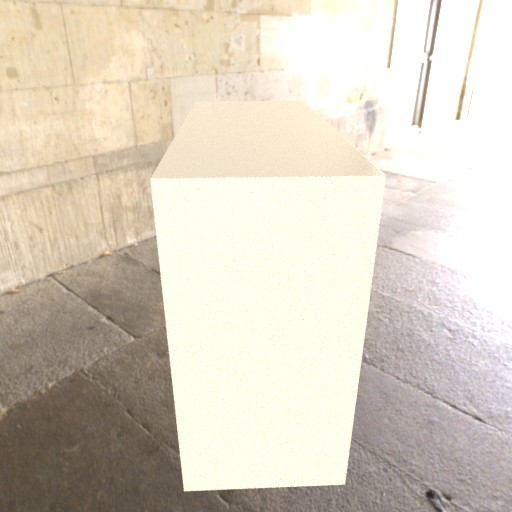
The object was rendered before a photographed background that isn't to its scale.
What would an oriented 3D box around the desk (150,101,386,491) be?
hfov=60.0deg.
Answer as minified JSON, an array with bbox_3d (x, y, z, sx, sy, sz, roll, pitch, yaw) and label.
[{"bbox_3d":[0.000,0.000,1.373,0.400,0.790,1.000,-1,26,-2],"label":"desk"}]
